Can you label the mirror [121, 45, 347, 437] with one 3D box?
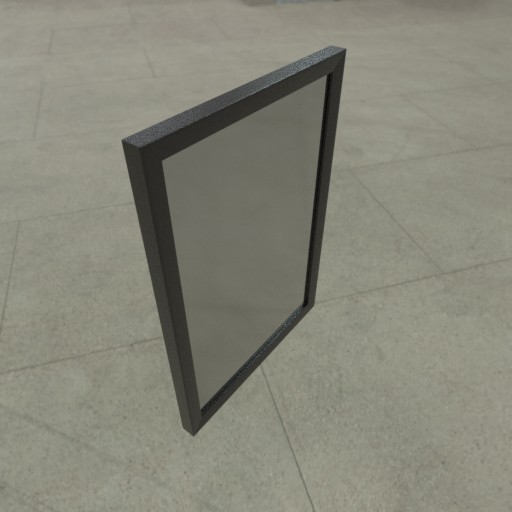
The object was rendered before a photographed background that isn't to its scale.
[{"bbox_3d":[0.000,0.000,0.926,0.040,0.710,0.507,27,48,28],"label":"mirror"}]
